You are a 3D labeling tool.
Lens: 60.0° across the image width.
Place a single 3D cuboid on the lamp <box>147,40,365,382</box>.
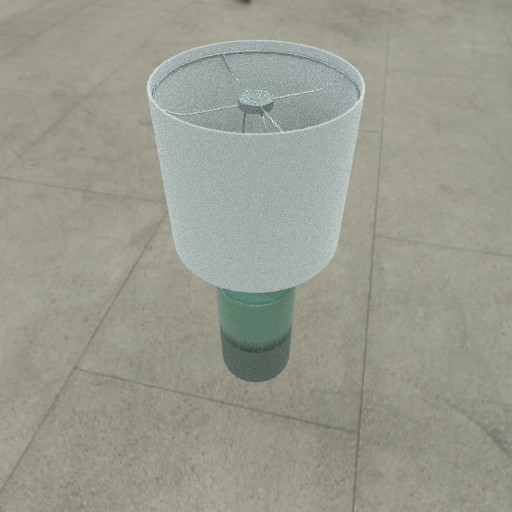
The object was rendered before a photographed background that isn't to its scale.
[{"bbox_3d":[0.000,0.000,0.610,0.212,0.493,0.212,-16,47,-15],"label":"lamp"}]
